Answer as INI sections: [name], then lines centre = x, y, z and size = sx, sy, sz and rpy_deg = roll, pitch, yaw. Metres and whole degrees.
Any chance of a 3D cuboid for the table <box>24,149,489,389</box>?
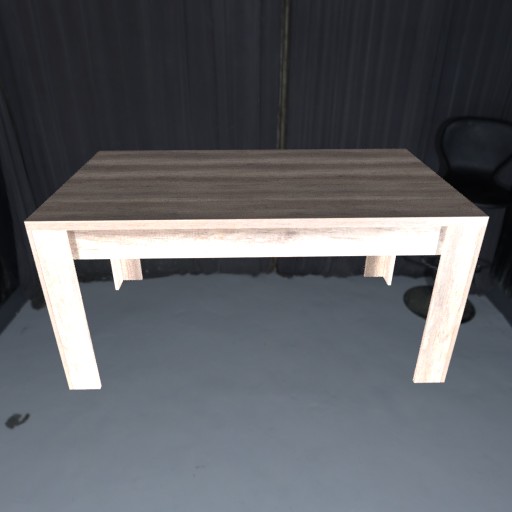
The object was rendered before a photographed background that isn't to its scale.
[table]
centre = 0.000, 0.000, 2.104
size = 1.600, 0.775, 0.900
rpy_deg = -1, 28, -1
